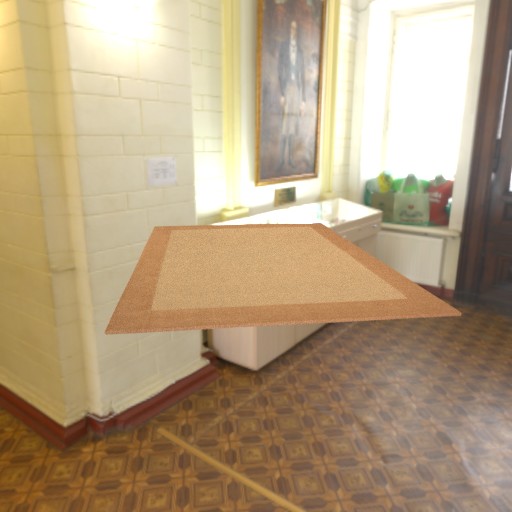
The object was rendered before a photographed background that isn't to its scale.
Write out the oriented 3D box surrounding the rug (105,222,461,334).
[{"bbox_3d":[0.000,0.000,2.362,1.219,0.014,1.829,-2,15,-7],"label":"rug"}]
